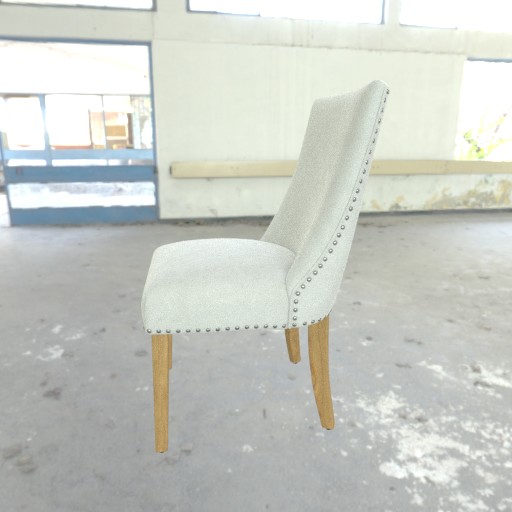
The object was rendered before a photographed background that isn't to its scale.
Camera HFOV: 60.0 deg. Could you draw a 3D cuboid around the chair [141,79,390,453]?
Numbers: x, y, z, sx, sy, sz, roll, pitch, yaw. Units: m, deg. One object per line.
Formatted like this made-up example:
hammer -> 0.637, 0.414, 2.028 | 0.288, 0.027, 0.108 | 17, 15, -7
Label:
chair -> 0.000, 0.000, 1.265 | 0.610, 0.902, 0.495 | -2, 15, -9
